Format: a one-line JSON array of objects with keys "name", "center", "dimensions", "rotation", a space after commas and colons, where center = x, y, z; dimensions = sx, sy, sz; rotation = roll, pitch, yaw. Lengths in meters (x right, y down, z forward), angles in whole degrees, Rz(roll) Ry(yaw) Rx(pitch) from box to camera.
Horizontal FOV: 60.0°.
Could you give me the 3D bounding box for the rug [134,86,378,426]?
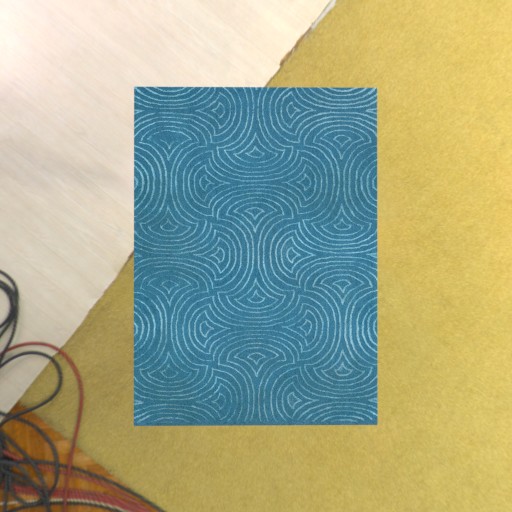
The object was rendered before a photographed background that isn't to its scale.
[{"name": "rug", "center": [0.000, 0.000, 2.810], "dimensions": [1.543, 0.015, 2.144], "rotation": [0, 90, -1]}]
